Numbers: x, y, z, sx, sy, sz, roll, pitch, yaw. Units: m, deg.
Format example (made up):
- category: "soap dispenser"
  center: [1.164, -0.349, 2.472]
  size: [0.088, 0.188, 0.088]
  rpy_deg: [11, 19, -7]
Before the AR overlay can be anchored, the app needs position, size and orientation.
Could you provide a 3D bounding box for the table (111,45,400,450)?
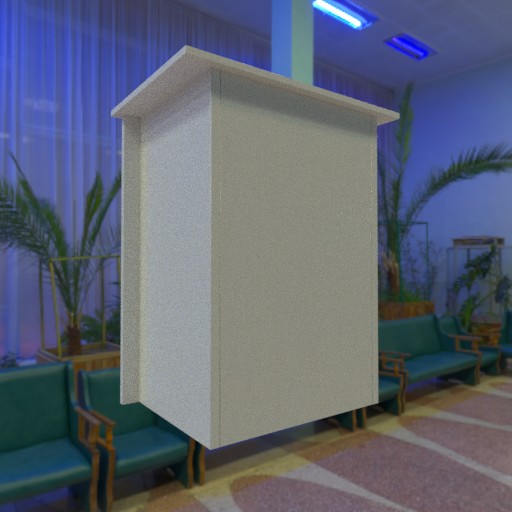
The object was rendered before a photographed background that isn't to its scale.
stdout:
- category: "table"
  center: [0.000, 0.000, 1.091]
  size: [0.589, 0.711, 0.406]
  rpy_deg: [1, -1, -36]
